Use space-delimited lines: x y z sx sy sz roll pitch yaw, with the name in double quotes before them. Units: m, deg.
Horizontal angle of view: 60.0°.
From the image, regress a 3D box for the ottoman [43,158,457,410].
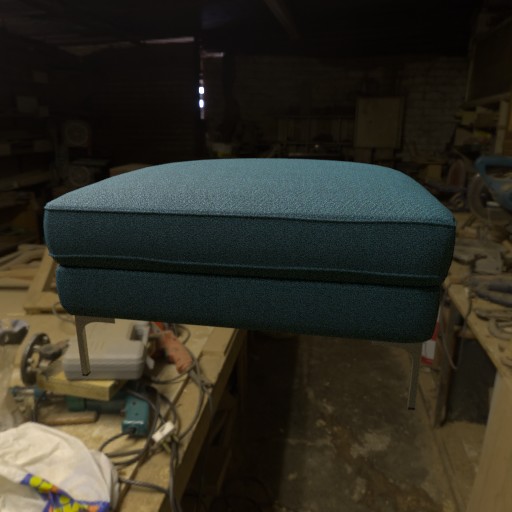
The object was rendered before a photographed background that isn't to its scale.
"ottoman" 0.000 0.000 1.173 0.856 0.498 0.563 3 17 10
